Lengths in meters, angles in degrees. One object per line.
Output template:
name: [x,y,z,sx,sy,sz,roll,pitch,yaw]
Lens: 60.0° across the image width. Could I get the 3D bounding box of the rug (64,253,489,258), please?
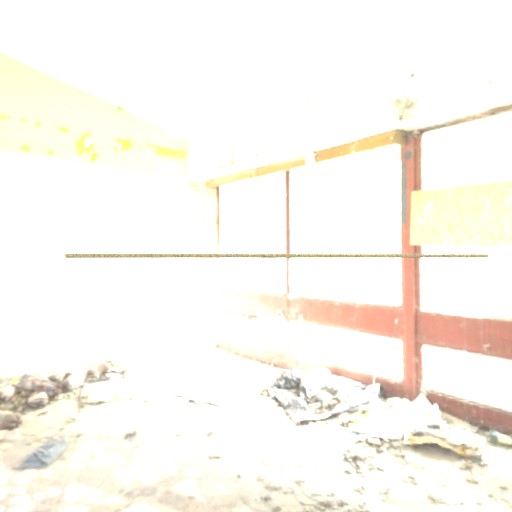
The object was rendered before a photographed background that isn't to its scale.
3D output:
rug: [0.000,0.000,4.048,3.001,0.025,2.401,0,0,-17]
